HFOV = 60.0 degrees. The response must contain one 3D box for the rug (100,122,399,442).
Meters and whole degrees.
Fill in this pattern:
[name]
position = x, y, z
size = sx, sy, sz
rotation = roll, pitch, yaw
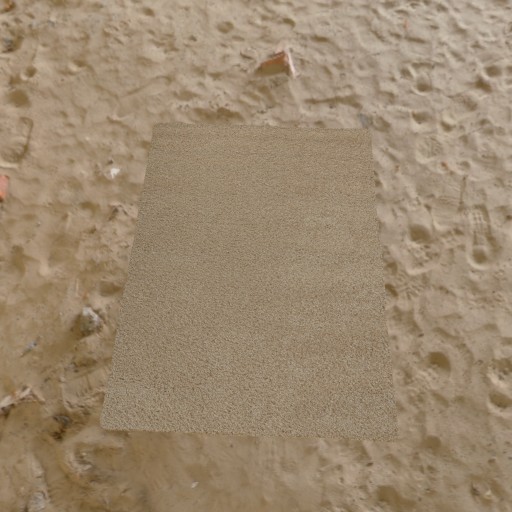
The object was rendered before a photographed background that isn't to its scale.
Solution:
[rug]
position = 0.000, 0.000, 2.118
size = 1.199, 0.025, 1.600
rotation = 2, 64, 1
